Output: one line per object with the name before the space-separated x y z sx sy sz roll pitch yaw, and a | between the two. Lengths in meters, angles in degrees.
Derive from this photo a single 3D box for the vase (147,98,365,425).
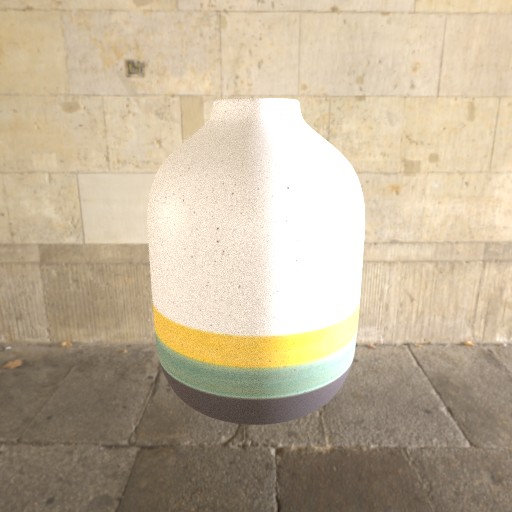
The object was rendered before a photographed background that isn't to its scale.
vase | 0.000 0.000 0.362 0.169 0.240 0.169 0 16 0
